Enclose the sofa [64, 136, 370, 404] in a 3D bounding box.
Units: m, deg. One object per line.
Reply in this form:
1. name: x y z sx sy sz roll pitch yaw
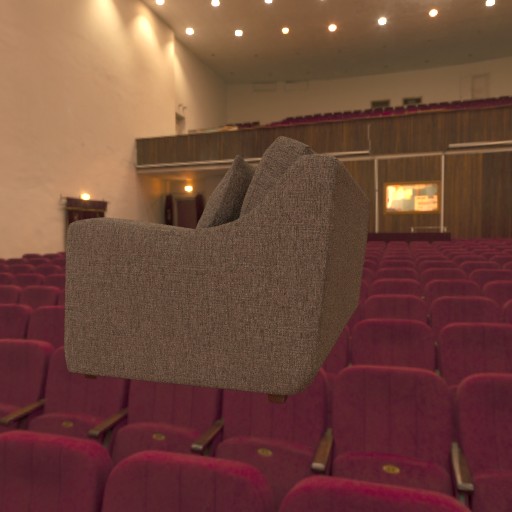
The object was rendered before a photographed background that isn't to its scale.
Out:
1. sofa: 0.000 0.000 2.436 1.120 0.991 1.778 1 2 18
